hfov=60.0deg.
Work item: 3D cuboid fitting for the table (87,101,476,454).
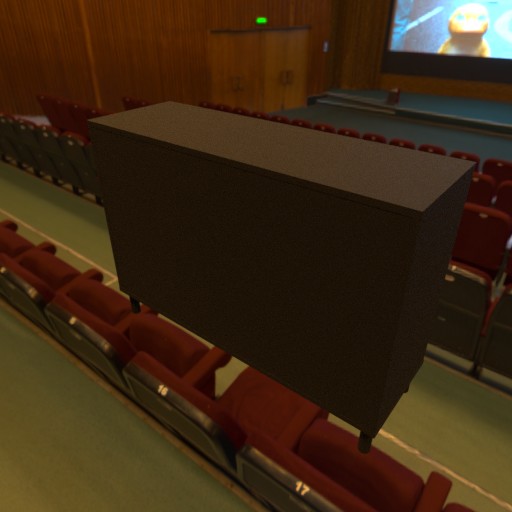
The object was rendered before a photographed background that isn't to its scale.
[{"bbox_3d":[0.000,0.000,1.594,1.200,0.855,0.400,22,38,32],"label":"table"}]
